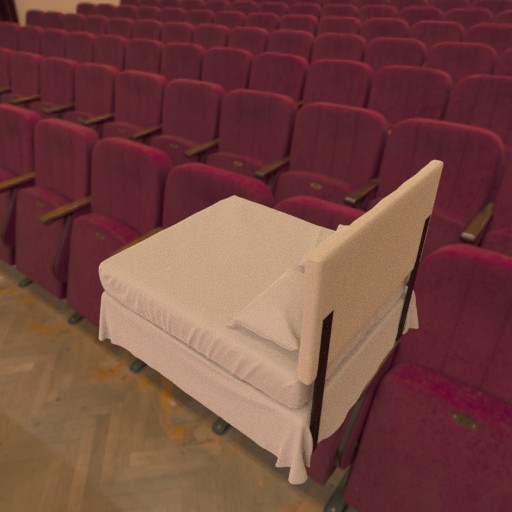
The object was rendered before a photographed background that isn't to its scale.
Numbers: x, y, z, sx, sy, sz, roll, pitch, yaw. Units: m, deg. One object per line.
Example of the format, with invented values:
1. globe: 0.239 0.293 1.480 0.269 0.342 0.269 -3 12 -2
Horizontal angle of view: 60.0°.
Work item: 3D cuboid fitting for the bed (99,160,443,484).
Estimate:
1. bed: 0.000 0.000 3.498 2.222 1.577 1.936 23 40 32
